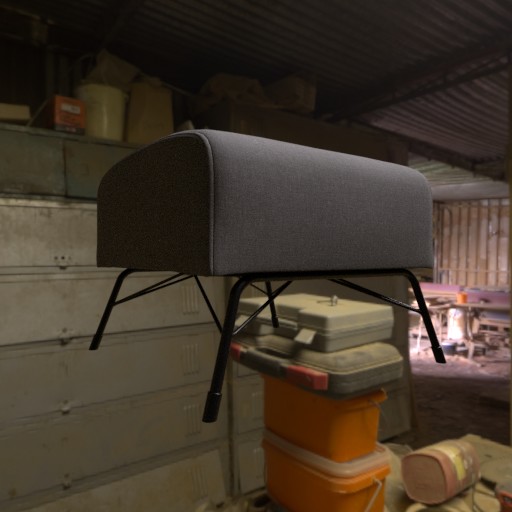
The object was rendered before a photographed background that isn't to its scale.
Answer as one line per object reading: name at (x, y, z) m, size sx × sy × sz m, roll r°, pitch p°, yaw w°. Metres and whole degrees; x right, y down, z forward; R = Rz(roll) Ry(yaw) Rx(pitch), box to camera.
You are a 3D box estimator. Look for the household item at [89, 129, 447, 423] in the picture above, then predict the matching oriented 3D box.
household item at (0.000, 0.000, 0.911) m, size 0.530 × 0.410 × 0.530 m, roll 0°, pitch 0°, yaw -36°
